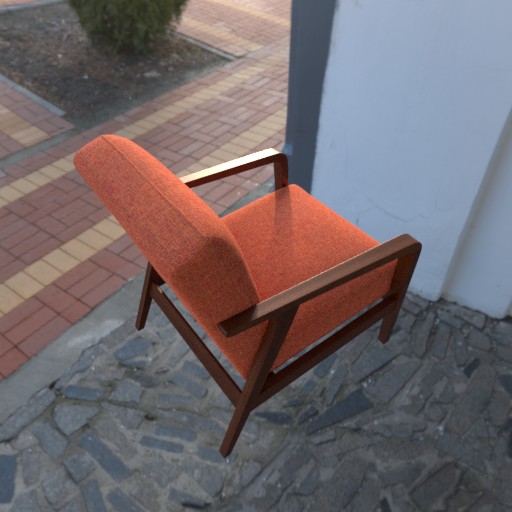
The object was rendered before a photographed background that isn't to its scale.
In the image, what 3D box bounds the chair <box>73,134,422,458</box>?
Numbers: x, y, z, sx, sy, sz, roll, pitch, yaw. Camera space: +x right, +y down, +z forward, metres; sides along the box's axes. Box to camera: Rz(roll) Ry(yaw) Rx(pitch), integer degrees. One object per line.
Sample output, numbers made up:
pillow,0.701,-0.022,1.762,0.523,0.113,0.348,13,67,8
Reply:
chair,0.000,0.000,1.501,0.860,0.890,0.719,-26,49,-26
